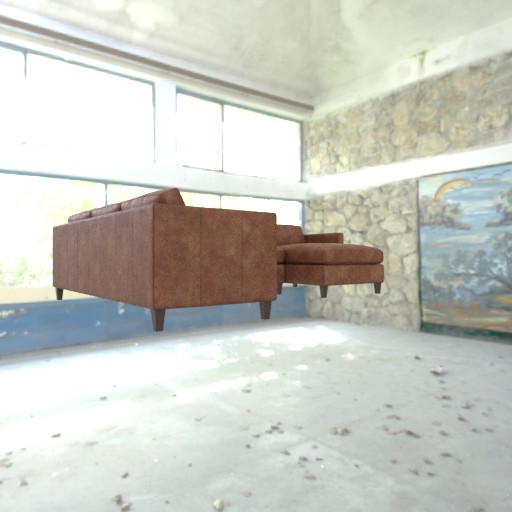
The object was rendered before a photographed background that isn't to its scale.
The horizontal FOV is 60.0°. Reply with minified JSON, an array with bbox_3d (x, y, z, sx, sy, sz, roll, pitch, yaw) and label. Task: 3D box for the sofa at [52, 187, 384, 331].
[{"bbox_3d":[0.000,0.000,4.511,3.324,0.888,2.452,0,0,-37],"label":"sofa"}]
